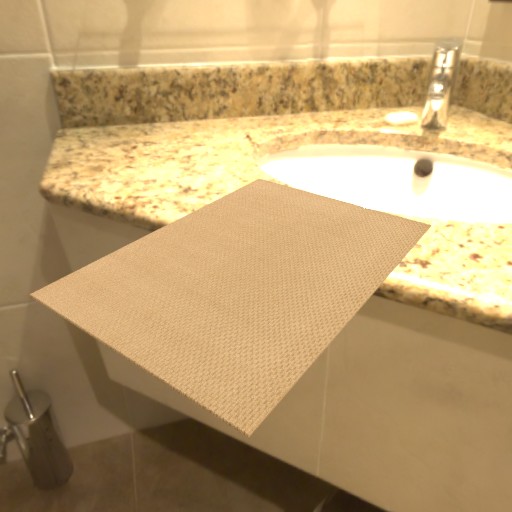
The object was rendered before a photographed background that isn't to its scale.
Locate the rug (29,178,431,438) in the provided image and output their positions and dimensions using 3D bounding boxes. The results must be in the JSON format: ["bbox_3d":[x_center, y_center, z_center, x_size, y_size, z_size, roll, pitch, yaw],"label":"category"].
[{"bbox_3d":[0.000,0.000,2.787,1.509,0.013,2.144,21,37,30],"label":"rug"}]
